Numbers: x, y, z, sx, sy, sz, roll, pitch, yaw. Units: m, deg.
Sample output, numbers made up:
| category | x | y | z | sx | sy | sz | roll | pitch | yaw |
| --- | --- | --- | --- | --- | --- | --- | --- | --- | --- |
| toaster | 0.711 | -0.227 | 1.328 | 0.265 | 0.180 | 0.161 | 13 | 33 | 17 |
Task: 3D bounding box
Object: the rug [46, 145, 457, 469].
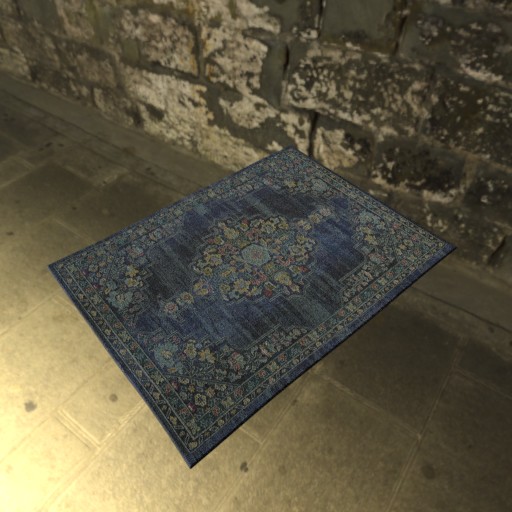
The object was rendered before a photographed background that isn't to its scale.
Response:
| category | x | y | z | sx | sy | sz | roll | pitch | yaw |
| --- | --- | --- | --- | --- | --- | --- | --- | --- | --- |
| rug | 0.000 | 0.000 | 4.846 | 3.612 | 0.035 | 2.716 | -32 | 54 | -26 |
